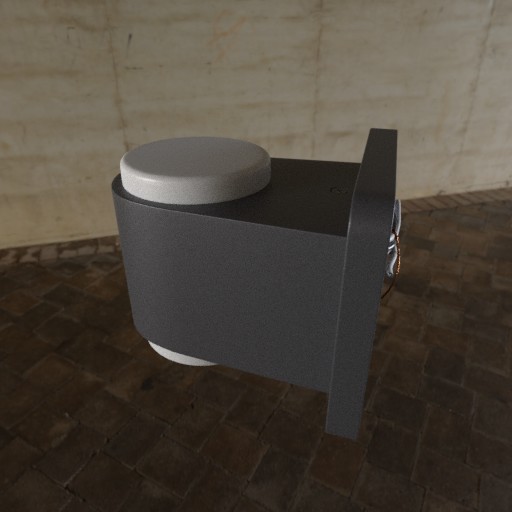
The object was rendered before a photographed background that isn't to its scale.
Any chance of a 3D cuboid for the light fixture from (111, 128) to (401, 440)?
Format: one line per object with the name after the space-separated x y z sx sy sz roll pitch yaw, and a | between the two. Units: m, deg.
0.000 0.000 0.215 0.132 0.109 0.109 8 30 14 | light fixture
